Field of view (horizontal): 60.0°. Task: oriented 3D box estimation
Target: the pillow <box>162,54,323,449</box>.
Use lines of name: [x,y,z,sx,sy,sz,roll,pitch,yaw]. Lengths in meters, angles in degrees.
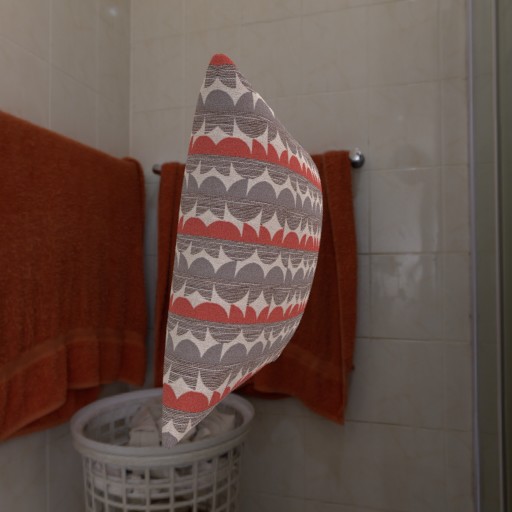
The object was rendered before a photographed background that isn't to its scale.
pillow: [0.000,0.000,0.653,0.180,0.410,0.420,0,-1,18]
